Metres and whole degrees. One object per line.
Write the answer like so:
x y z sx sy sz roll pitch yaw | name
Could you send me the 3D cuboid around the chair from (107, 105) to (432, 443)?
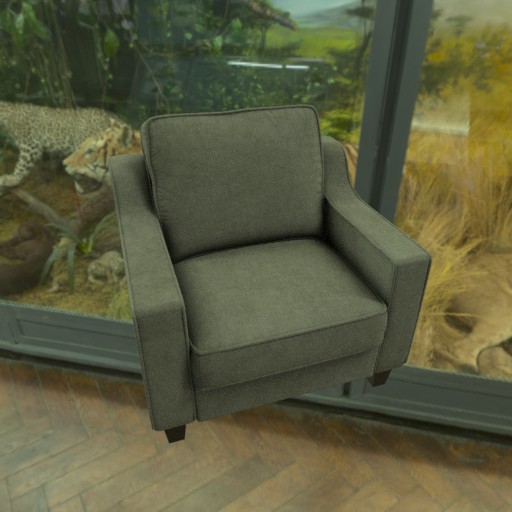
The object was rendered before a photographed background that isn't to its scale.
0.000 0.000 1.631 0.926 0.944 0.840 -10 32 -16 | chair
